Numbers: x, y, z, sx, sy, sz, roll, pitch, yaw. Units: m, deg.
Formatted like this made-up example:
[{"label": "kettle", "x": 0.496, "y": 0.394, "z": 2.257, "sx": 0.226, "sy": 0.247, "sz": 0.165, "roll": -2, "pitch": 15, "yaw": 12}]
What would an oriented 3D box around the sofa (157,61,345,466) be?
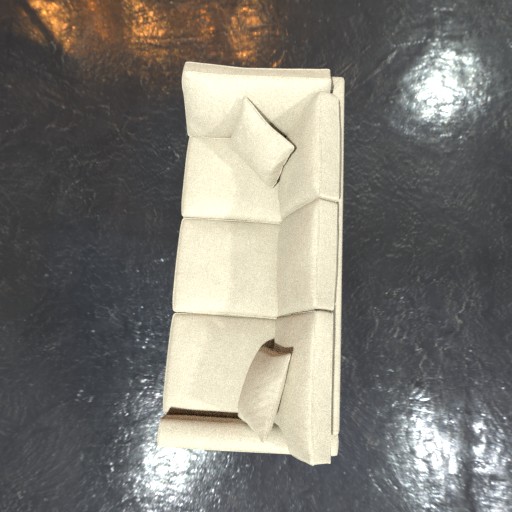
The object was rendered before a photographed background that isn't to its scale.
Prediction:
[{"label": "sofa", "x": 0.000, "y": 0.000, "z": 2.882, "sx": 1.053, "sy": 0.948, "sz": 2.323, "roll": 3, "pitch": 76, "yaw": 1}]
